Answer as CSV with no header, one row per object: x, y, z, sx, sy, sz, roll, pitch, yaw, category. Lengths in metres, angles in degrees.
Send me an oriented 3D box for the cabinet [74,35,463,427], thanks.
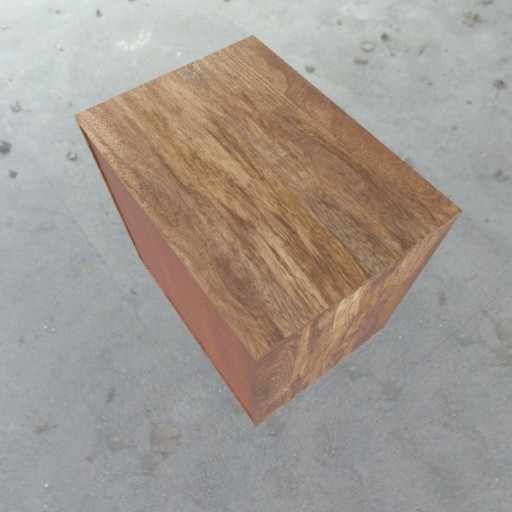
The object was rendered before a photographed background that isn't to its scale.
0.000,0.000,1.194,0.473,0.758,0.647,-32,65,-17,cabinet
